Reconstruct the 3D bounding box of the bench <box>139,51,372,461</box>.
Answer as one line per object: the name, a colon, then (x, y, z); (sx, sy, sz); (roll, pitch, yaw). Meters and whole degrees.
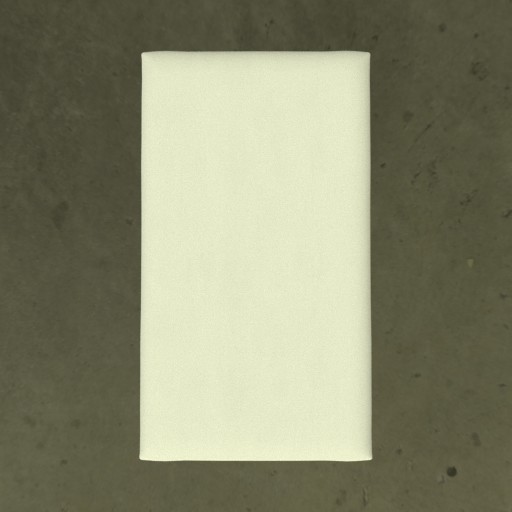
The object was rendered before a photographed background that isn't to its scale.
bench: (0.000, 0.000, 1.149); (0.500, 0.449, 0.887); (0, 89, 0)
